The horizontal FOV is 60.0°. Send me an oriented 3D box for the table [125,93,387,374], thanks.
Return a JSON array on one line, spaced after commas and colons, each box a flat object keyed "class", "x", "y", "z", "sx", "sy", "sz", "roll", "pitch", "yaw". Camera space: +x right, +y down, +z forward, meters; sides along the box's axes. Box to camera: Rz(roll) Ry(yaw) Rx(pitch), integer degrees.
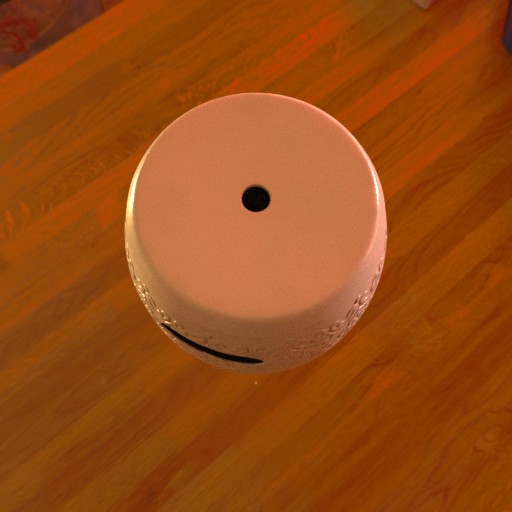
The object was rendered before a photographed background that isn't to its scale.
[{"class": "table", "x": 0.000, "y": 0.000, "z": 0.600, "sx": 0.309, "sy": 0.397, "sz": 0.309, "roll": 0, "pitch": 74, "yaw": 0}]
